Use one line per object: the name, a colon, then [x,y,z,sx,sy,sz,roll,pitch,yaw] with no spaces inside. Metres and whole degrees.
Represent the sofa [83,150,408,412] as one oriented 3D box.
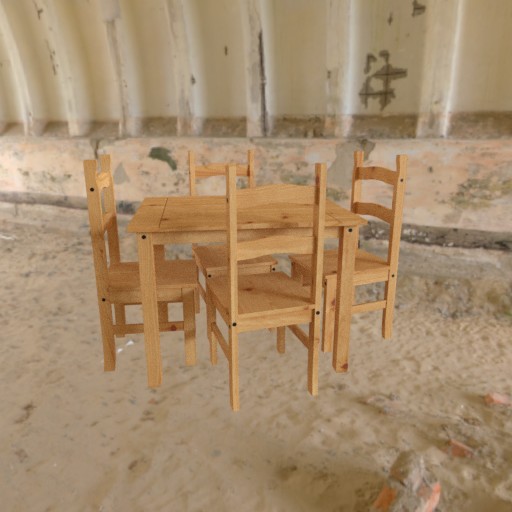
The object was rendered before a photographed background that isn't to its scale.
sofa: [0.000,0.000,2.263,1.529,1.000,1.144,-2,16,-8]
